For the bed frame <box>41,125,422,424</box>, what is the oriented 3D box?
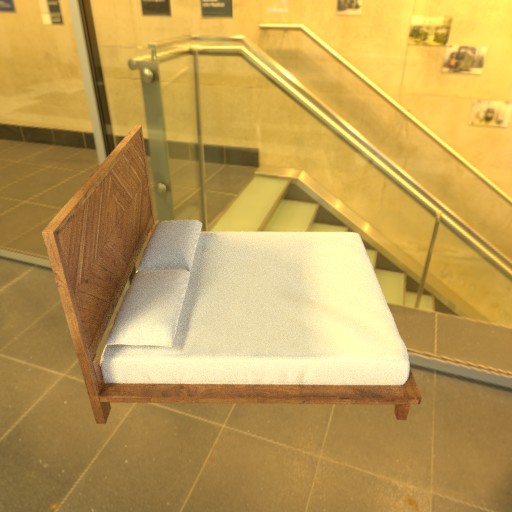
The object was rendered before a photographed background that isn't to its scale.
[{"bbox_3d":[0.000,0.000,3.583,2.235,1.537,2.038,0,32,0],"label":"bed frame"}]
